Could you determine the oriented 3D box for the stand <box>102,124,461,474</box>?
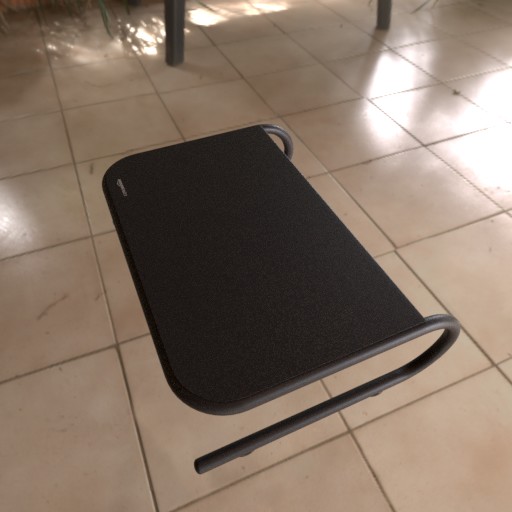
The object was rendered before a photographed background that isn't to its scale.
[{"bbox_3d":[0.000,0.000,0.516,0.280,0.108,0.370,-18,50,-16],"label":"stand"}]
